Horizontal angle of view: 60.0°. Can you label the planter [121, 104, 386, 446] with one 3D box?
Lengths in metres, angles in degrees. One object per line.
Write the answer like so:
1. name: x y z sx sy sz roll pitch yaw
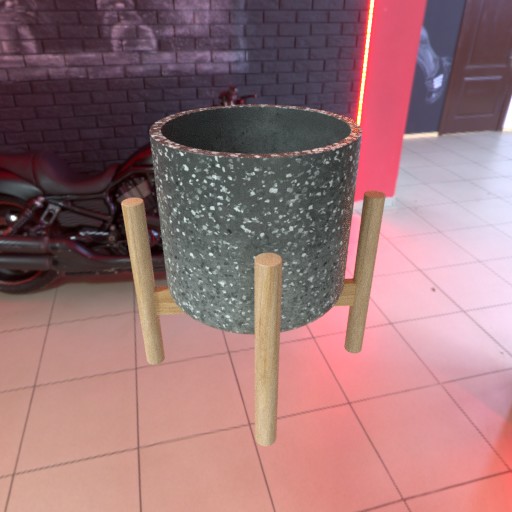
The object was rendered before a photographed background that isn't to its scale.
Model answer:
1. planter: 0.000 0.000 0.552 0.284 0.320 0.284 9 31 16
